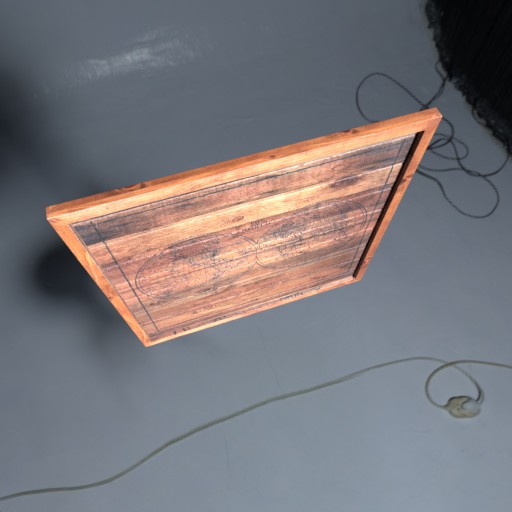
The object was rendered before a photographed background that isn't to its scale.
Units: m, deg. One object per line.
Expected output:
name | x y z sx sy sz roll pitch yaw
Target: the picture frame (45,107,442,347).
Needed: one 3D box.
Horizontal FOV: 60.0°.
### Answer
picture frame | 0.000 0.000 1.230 0.810 0.817 0.029 -16 63 -8
